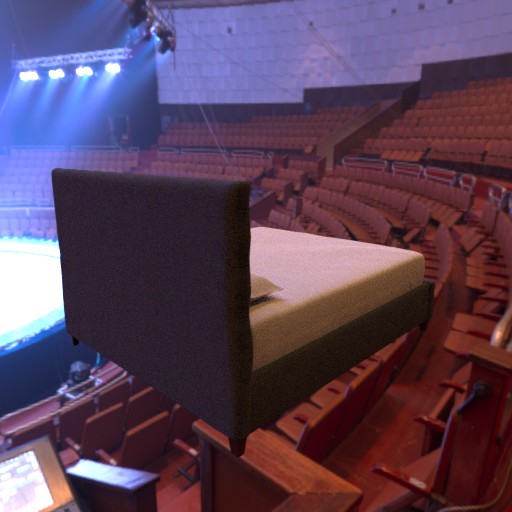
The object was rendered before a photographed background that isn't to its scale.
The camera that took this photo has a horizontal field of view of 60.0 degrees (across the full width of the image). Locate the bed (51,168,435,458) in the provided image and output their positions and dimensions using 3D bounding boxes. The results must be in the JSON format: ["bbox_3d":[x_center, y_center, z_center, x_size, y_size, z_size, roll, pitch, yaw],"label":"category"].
[{"bbox_3d":[0.000,0.000,3.631,2.078,1.427,2.387,13,19,42],"label":"bed"}]
